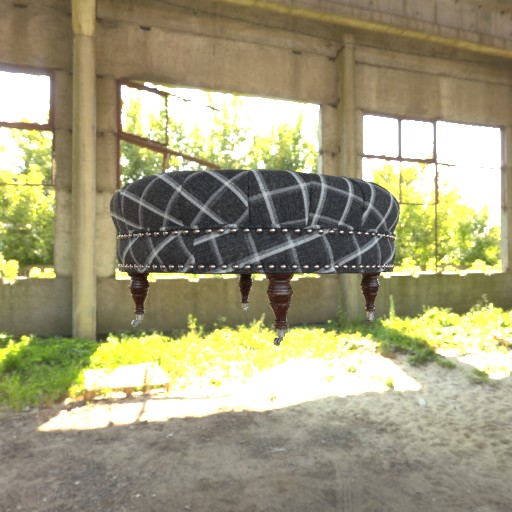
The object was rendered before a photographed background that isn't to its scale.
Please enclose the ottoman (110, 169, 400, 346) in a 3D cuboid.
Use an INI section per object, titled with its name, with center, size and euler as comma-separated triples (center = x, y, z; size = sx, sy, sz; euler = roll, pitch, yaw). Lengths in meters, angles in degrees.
[ottoman]
center = 0.000, 0.000, 1.426
size = 0.901, 0.439, 0.901
euler = 0, -1, 0
